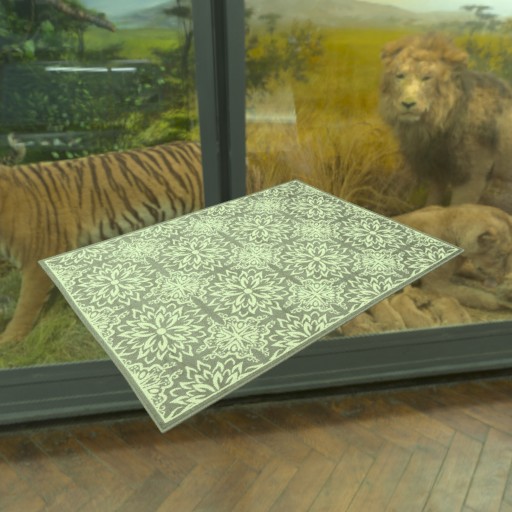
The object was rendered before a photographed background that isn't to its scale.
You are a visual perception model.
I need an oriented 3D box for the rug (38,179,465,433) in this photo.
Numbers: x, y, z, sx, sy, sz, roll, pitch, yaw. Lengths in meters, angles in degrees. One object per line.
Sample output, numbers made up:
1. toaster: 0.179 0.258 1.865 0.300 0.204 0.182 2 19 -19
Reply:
1. rug: 0.000 0.000 2.829 2.213 0.014 1.608 -23 38 -32
